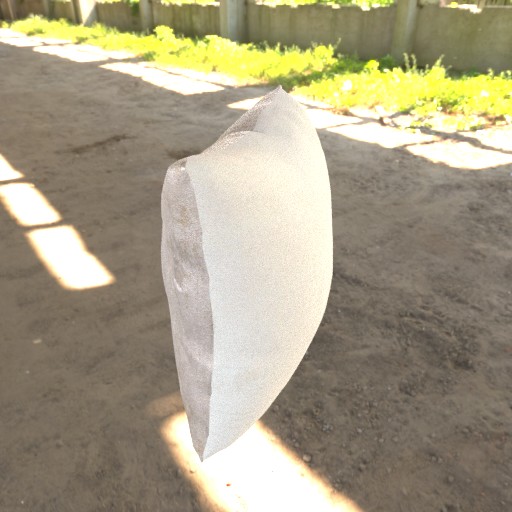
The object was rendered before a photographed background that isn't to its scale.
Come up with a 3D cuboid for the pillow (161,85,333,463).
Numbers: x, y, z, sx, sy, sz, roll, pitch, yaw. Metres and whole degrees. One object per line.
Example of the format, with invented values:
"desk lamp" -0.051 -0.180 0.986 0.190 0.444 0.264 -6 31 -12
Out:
"pillow" 0.000 0.000 0.706 0.245 0.448 0.450 9 32 15
